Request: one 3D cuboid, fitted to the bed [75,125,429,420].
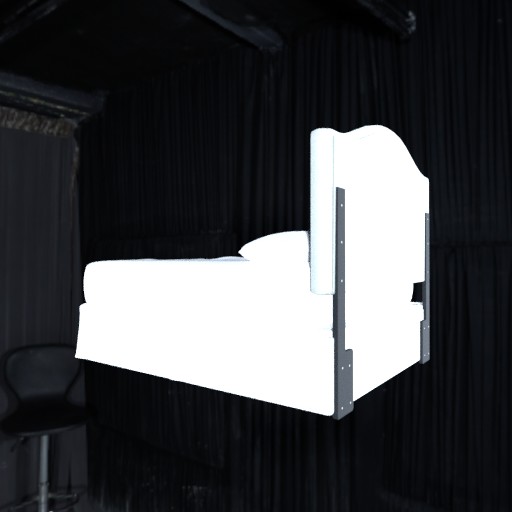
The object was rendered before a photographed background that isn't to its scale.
[{"bbox_3d":[0.000,0.000,3.452,2.180,1.607,1.813,0,0,36],"label":"bed"}]
